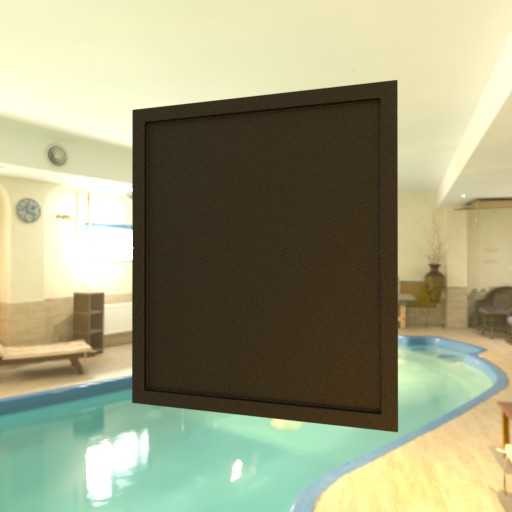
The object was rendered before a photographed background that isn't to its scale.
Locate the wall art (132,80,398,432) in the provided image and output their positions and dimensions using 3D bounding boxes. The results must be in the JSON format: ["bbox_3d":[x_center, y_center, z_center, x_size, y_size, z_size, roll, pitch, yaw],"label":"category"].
[{"bbox_3d":[0.000,0.000,0.539,0.328,0.381,0.028,0,0,17],"label":"wall art"}]
